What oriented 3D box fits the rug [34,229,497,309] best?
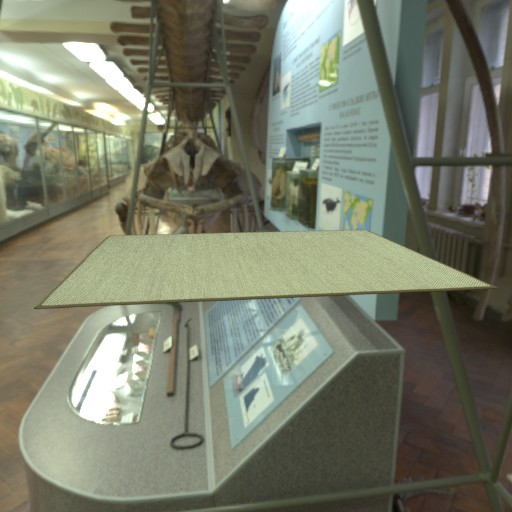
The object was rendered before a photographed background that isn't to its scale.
[{"bbox_3d":[0.000,0.000,3.993,3.041,0.020,2.413,-2,13,-8],"label":"rug"}]
